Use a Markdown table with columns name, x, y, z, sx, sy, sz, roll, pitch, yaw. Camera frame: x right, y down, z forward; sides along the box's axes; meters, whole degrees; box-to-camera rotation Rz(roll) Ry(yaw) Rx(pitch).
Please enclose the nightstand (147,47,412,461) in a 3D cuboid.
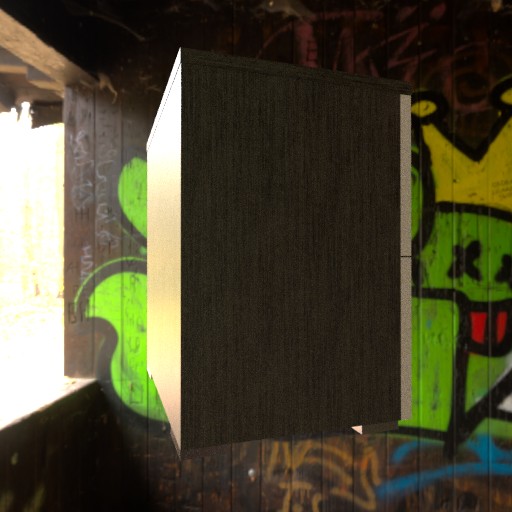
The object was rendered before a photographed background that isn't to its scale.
| name | x | y | z | sx | sy | sz | roll | pitch | yaw |
| --- | --- | --- | --- | --- | --- | --- | --- | --- | --- |
| nightstand | 0.000 | 0.000 | 0.752 | 0.325 | 0.460 | 0.441 | 0 | 0 | -19 |
